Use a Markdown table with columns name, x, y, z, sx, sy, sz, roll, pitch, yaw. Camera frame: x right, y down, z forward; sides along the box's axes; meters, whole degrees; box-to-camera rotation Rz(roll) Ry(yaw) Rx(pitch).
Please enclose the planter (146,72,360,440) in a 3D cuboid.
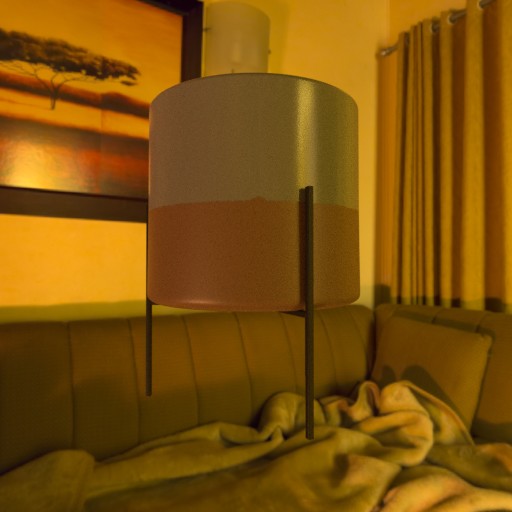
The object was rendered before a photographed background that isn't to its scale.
| name | x | y | z | sx | sy | sz | roll | pitch | yaw |
| --- | --- | --- | --- | --- | --- | --- | --- | --- | --- |
| planter | 0.000 | 0.000 | 0.751 | 0.348 | 0.480 | 0.360 | -1 | -1 | 36 |
